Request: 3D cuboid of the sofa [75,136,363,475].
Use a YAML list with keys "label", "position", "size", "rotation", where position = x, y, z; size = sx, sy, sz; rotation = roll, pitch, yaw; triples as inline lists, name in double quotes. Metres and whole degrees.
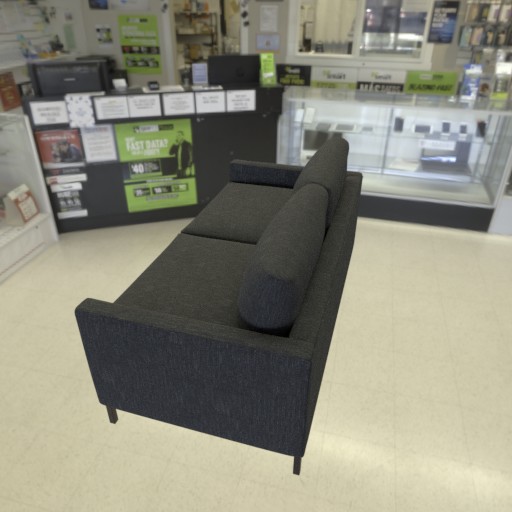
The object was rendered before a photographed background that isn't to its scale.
- label: "sofa"
  position: [0.000, 0.000, 2.232]
  size: [0.866, 0.862, 1.716]
  rotation: [9, 32, 15]
